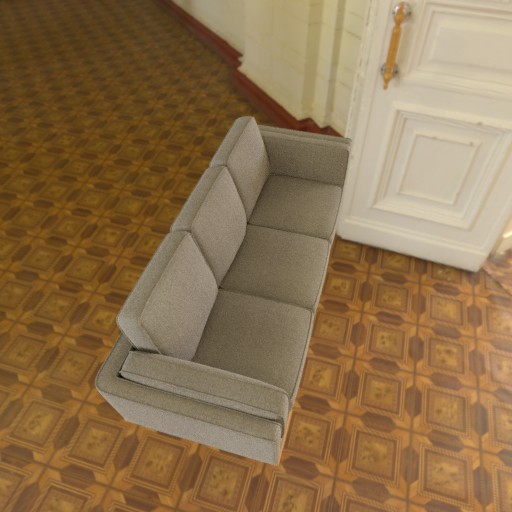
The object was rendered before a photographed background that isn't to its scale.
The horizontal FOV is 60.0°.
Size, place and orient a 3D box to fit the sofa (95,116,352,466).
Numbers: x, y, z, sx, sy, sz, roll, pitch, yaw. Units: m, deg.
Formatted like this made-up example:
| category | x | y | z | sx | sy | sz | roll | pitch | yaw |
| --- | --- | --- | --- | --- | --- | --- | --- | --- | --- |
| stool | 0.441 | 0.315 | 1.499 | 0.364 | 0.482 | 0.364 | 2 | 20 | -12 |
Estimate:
| category | x | y | z | sx | sy | sz | roll | pitch | yaw |
| --- | --- | --- | --- | --- | --- | --- | --- | --- | --- |
| sofa | 0.000 | 0.000 | 2.835 | 0.903 | 0.899 | 2.362 | 12 | 48 | 11 |
